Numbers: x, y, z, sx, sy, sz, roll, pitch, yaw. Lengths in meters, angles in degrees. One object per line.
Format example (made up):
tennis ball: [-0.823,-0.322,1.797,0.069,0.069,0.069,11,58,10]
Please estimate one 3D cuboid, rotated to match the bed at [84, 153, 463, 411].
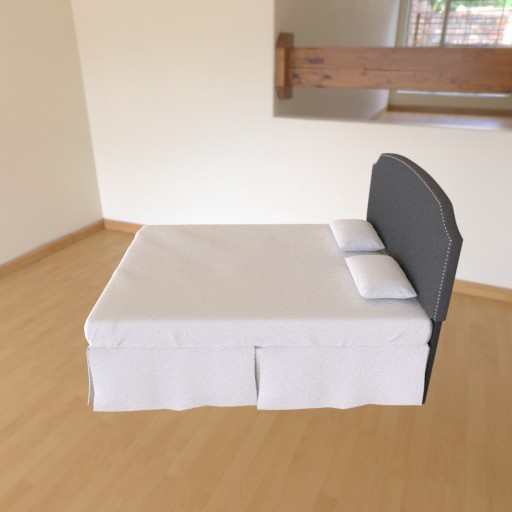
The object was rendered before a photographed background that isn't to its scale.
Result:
bed: [0.000,0.000,3.008,1.999,1.270,1.558,0,25,-1]
